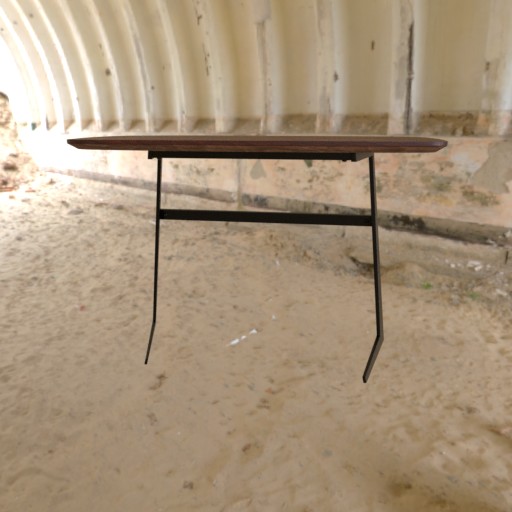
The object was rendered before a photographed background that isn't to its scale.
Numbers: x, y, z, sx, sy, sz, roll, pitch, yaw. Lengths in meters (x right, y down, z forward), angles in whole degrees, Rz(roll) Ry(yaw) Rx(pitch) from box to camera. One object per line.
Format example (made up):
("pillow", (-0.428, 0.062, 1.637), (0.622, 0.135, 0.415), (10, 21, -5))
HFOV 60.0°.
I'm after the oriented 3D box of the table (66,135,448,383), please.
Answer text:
("table", (0.000, 0.000, 1.117), (0.804, 0.576, 0.361), (3, 17, 8))
